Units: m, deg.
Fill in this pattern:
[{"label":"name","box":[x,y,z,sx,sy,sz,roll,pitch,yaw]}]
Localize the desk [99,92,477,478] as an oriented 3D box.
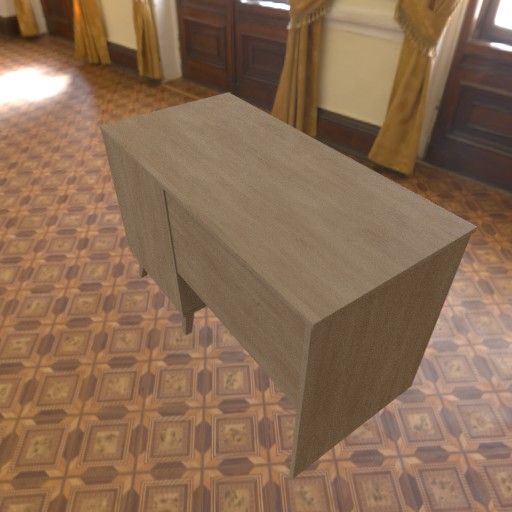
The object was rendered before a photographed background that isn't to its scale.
[{"label":"desk","box":[0.000,0.000,1.719,0.600,0.770,1.251,-25,46,-27]}]
